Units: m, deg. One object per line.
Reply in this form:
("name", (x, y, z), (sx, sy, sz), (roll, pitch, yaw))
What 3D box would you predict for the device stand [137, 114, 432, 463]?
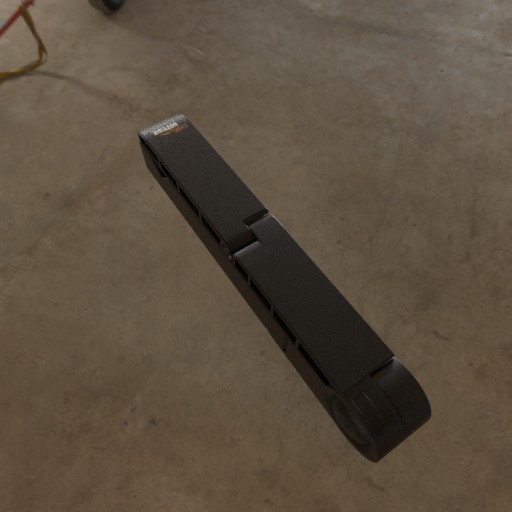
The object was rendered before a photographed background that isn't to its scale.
("device stand", (0.000, 0.000, 0.190), (0.026, 0.030, 0.179), (-30, 62, -17))
